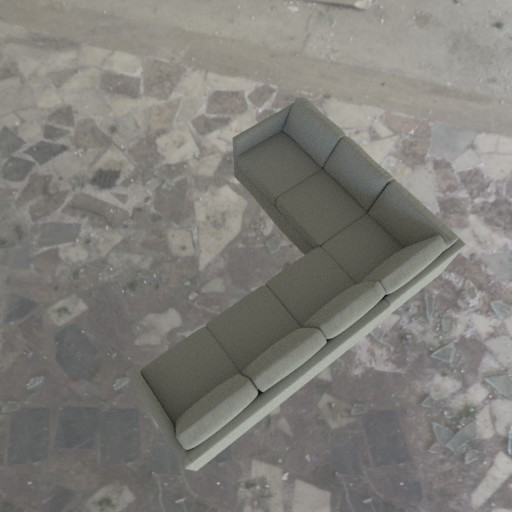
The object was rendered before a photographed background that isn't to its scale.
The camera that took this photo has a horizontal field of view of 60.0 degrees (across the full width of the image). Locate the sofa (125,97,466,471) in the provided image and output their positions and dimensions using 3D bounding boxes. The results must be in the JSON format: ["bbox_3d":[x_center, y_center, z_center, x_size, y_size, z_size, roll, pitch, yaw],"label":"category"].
[{"bbox_3d":[0.000,0.000,4.400,3.182,0.871,2.432,-34,67,-16],"label":"sofa"}]
